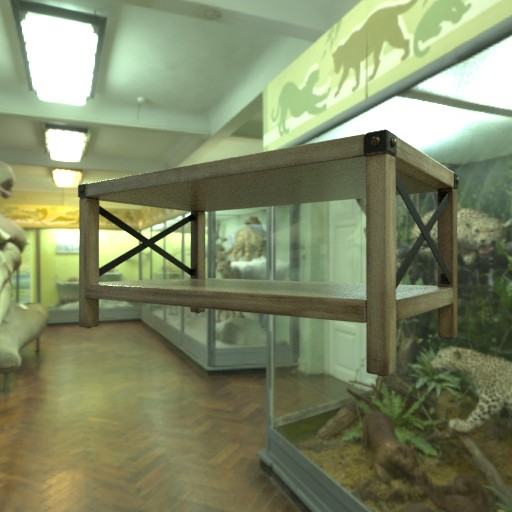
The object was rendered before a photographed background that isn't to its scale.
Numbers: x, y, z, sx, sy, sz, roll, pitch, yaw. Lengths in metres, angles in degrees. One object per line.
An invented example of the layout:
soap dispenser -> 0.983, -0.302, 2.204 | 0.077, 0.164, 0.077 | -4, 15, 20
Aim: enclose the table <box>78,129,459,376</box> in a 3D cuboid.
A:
table -> 0.000, 0.000, 1.317 | 1.016, 0.456, 0.559 | 0, -1, 37
